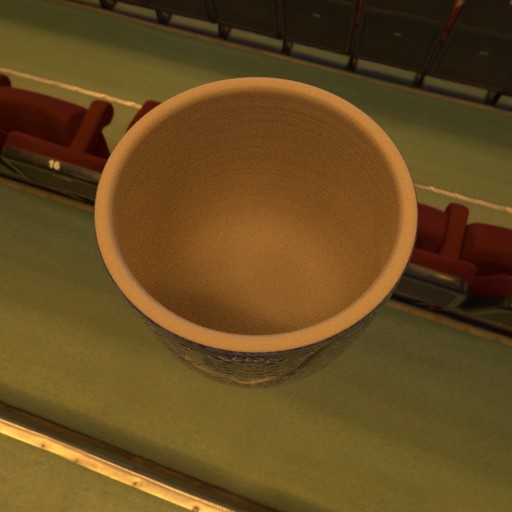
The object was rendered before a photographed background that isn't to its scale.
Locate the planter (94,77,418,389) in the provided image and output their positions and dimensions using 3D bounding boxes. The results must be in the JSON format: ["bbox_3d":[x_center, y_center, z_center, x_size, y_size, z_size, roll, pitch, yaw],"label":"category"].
[{"bbox_3d":[0.000,0.000,0.290,0.165,0.149,0.165,0,65,0],"label":"planter"}]
